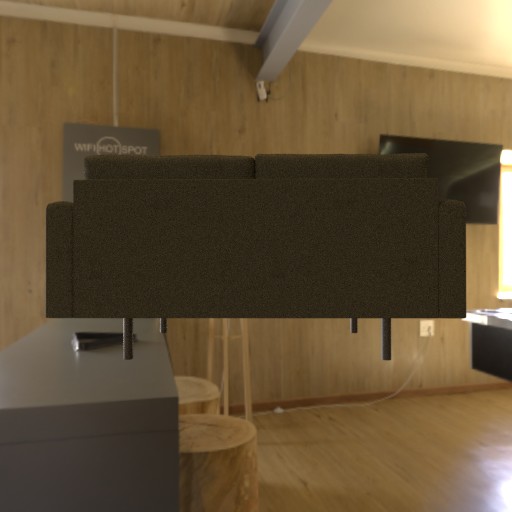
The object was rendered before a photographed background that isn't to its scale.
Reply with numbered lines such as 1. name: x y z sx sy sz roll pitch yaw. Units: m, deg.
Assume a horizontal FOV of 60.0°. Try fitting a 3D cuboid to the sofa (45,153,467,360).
1. sofa: 0.000 0.000 2.246 1.730 0.897 0.889 0 0 1
